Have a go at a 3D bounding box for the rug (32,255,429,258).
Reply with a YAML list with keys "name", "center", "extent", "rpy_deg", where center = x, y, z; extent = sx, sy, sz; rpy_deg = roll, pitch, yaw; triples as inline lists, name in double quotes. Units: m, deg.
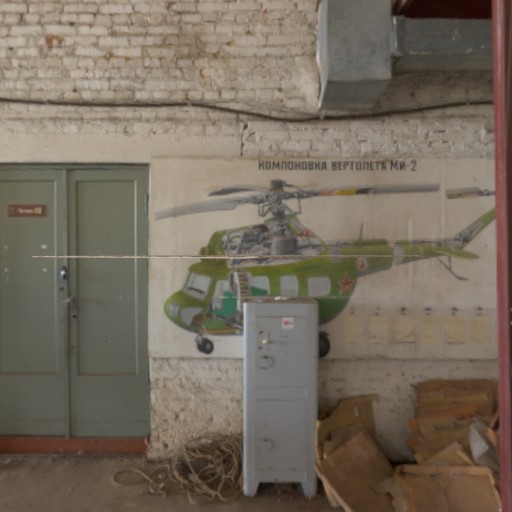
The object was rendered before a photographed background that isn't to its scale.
- name: "rug"
  center: [0.000, 0.000, 4.365]
  extent: [2.437, 0.015, 3.205]
  rpy_deg: [0, 0, 37]
